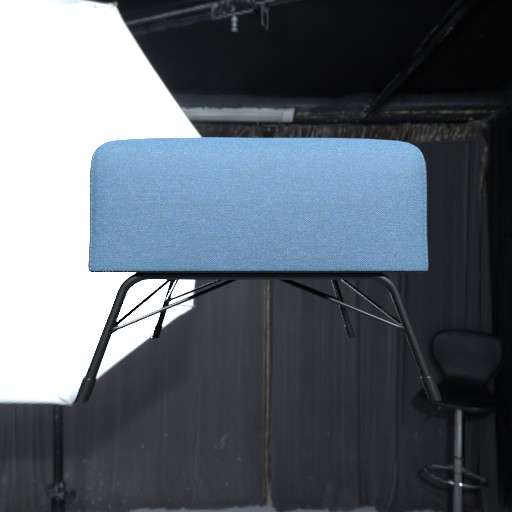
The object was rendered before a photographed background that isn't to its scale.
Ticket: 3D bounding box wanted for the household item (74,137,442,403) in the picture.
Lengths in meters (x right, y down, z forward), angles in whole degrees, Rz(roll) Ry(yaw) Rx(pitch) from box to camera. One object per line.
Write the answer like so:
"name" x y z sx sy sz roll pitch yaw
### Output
"household item" 0.000 0.000 0.897 0.530 0.420 0.530 0 0 -1
